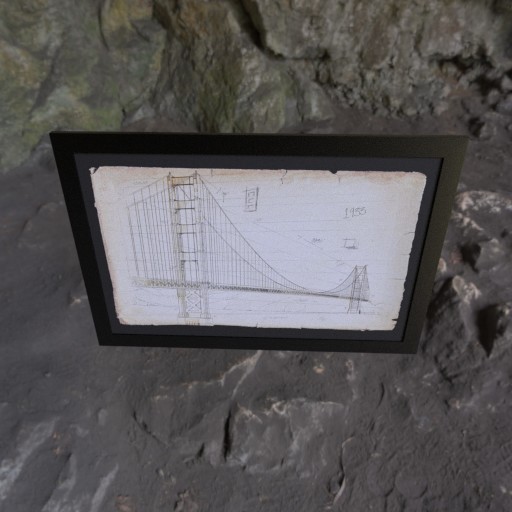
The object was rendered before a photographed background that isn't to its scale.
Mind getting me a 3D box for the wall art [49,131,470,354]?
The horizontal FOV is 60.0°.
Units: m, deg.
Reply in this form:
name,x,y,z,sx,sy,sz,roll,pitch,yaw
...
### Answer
name,x,y,z,sx,sy,sz,roll,pitch,yaw
wall art,0.000,0.000,0.813,0.660,0.447,0.013,1,31,2
